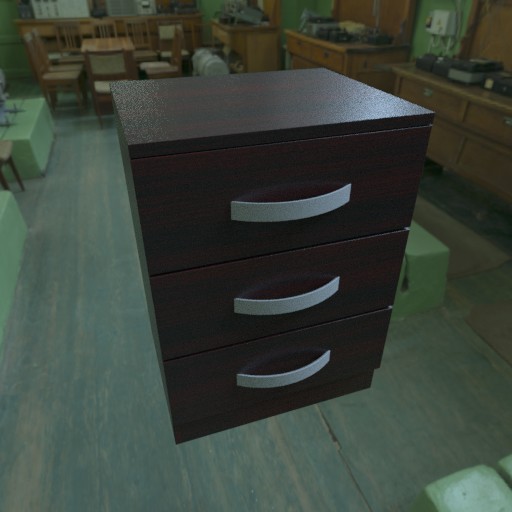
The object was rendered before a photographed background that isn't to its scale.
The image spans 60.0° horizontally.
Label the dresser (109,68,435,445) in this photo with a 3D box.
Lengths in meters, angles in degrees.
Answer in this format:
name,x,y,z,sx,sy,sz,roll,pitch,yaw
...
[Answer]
name,x,y,z,sx,sy,sz,roll,pitch,yaw
dresser,0.000,0.000,0.810,0.400,0.560,0.360,-11,34,-16
